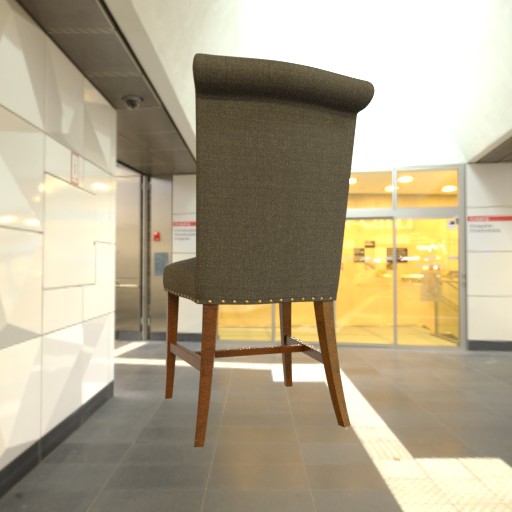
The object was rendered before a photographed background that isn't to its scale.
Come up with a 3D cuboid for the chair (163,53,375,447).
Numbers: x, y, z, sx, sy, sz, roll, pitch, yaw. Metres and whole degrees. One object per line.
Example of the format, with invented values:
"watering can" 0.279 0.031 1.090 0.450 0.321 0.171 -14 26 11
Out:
"chair" 0.000 0.000 1.396 0.513 0.988 0.608 0 -1 -20
